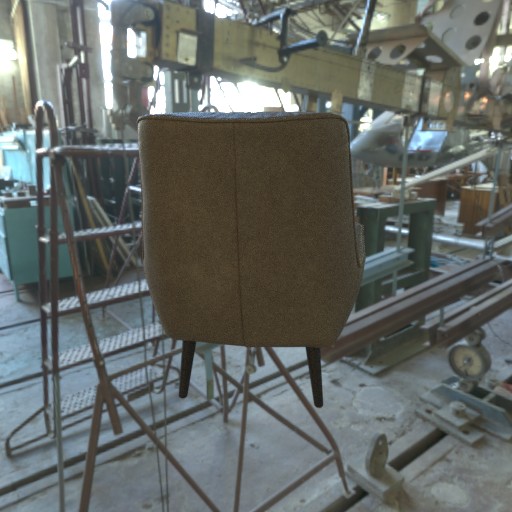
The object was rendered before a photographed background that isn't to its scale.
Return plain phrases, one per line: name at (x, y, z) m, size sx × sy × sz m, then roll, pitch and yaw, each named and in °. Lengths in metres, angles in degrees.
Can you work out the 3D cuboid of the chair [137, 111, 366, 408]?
chair at (0.000, 0.000, 1.487) m, size 0.787 × 0.888 × 0.824 m, roll 2°, pitch 15°, yaw 6°
